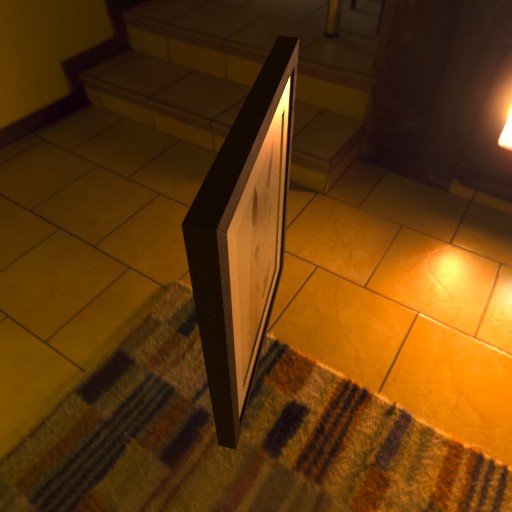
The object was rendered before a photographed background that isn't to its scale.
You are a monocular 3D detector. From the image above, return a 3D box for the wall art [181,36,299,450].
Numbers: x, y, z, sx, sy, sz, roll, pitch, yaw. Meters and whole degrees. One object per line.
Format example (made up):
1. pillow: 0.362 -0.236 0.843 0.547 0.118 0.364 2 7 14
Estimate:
1. wall art: 0.000 0.000 0.759 0.034 0.552 0.455 10 48 9
